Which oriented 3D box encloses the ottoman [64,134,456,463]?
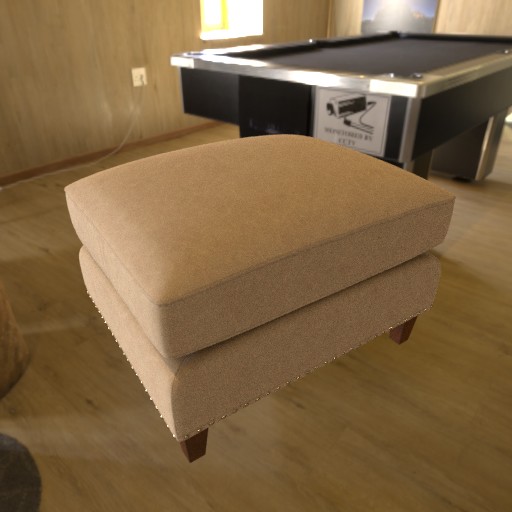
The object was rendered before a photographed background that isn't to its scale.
[{"bbox_3d":[0.000,0.000,1.119,0.741,0.513,0.584,-19,36,-29],"label":"ottoman"}]
